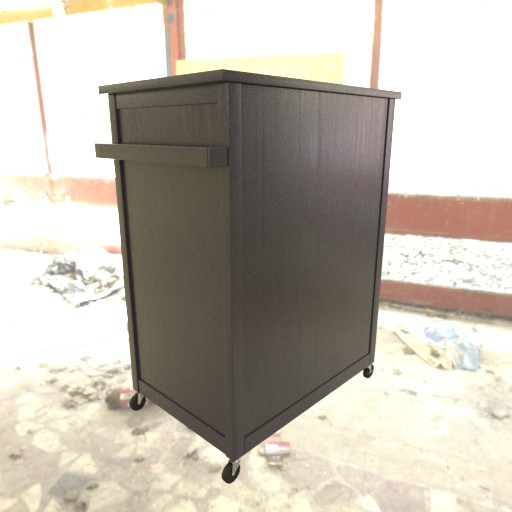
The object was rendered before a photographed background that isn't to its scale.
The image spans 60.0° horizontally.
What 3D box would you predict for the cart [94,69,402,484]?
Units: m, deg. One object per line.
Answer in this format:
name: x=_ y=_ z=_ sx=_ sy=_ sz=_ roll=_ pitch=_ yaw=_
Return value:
cart: x=0.000 y=0.000 z=1.241 sx=0.449 sy=0.878 sz=0.690 roll=15 pitch=21 yaw=42
